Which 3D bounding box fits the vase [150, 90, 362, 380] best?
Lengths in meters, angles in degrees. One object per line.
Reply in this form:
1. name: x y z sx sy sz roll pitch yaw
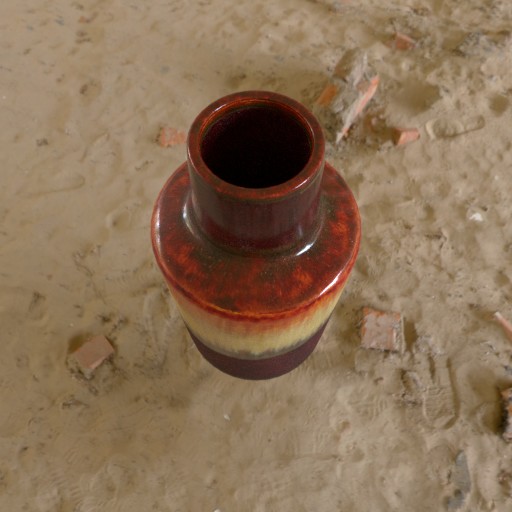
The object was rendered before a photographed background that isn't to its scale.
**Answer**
1. vase: 0.000 0.000 0.262 0.108 0.204 0.108 0 64 0
